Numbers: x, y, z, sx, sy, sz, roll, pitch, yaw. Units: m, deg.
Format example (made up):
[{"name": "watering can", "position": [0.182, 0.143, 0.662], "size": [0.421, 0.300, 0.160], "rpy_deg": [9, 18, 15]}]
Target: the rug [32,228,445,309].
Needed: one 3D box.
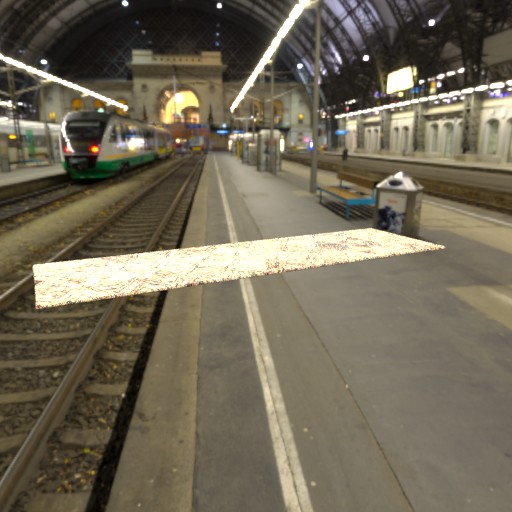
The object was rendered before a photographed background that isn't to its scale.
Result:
[{"name": "rug", "position": [0.000, 0.000, 2.537], "size": [2.292, 0.015, 0.688], "rpy_deg": [-7, 16, -26]}]
